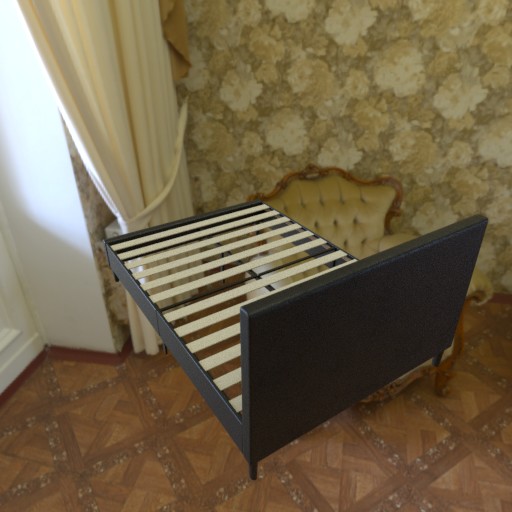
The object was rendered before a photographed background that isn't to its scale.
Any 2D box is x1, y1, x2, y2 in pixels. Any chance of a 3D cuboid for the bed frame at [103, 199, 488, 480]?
[{"bbox_3d":[0.000,0.000,2.972,1.469,1.046,2.152,-18,35,-28],"label":"bed frame"}]
